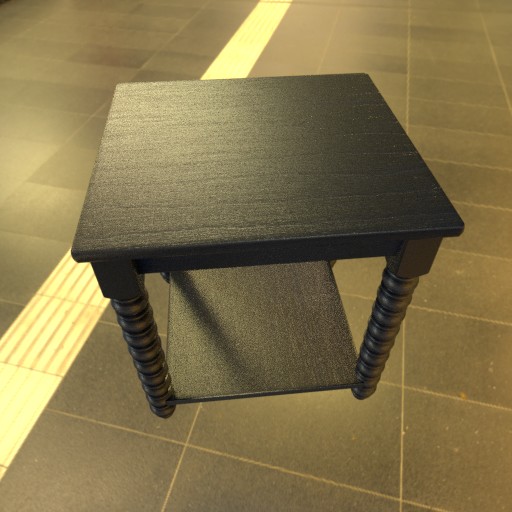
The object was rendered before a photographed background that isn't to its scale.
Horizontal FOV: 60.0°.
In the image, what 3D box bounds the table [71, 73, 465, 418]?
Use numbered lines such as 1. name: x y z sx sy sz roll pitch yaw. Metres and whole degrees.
1. table: 0.000 0.000 0.961 0.533 0.567 0.500 -4 46 -4
